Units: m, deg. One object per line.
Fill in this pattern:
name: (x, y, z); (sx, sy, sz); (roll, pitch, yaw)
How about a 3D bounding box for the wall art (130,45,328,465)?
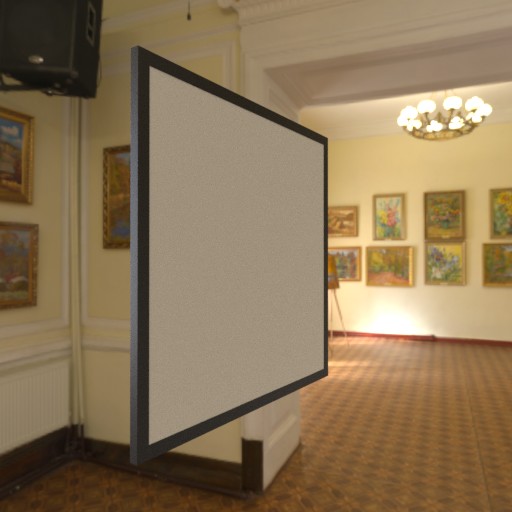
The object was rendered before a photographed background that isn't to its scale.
wall art: (0.000, 0.000, 1.184); (0.022, 0.807, 0.807); (0, 0, 36)
